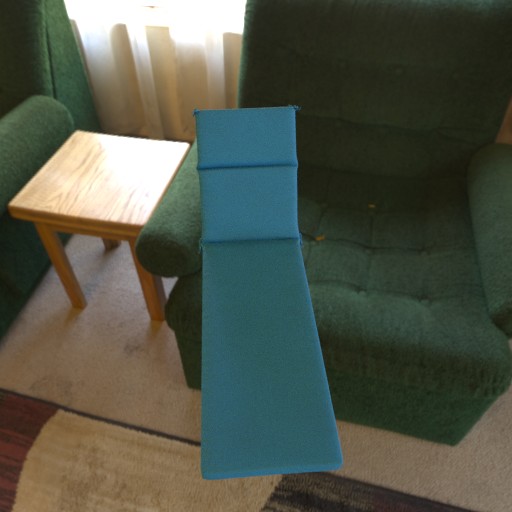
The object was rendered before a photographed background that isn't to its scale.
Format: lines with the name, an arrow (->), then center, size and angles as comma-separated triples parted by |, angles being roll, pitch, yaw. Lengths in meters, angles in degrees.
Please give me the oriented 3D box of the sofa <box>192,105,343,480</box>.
sofa -> 0.000, 0.000, 1.975 | 0.582, 0.622, 1.663 | -3, 47, -3
